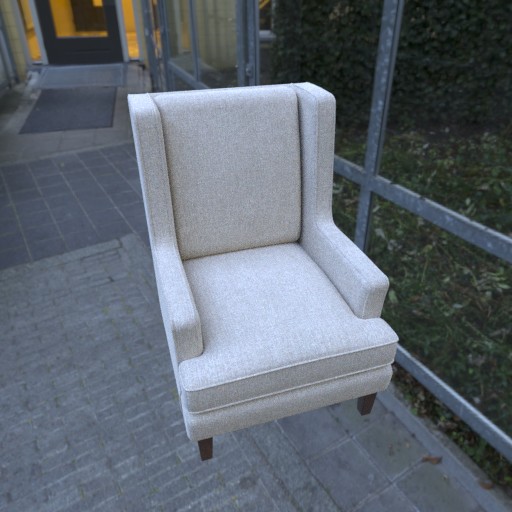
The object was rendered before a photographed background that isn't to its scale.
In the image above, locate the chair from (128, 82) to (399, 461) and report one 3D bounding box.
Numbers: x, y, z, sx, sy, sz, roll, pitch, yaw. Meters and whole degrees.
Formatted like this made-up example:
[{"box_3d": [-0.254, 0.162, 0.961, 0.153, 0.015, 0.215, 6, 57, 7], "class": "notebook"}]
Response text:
[{"box_3d": [0.000, 0.000, 1.722, 0.764, 1.082, 0.948, -10, 34, -15], "class": "chair"}]
